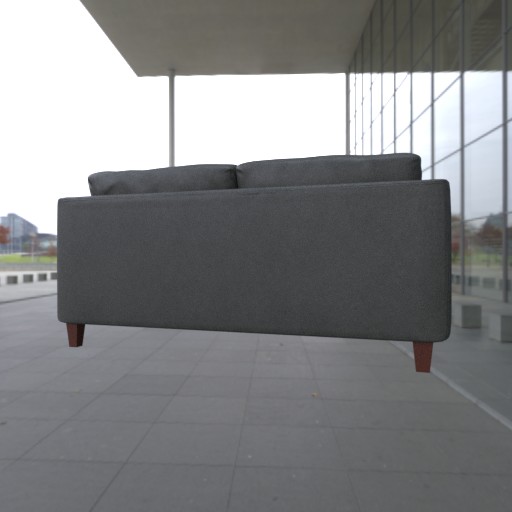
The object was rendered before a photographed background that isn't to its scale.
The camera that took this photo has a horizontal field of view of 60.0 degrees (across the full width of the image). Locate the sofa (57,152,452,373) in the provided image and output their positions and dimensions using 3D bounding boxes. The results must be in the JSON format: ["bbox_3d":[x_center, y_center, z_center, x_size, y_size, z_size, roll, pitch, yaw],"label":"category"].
[{"bbox_3d":[0.000,0.000,2.429,1.883,0.933,0.951,0,0,17],"label":"sofa"}]
